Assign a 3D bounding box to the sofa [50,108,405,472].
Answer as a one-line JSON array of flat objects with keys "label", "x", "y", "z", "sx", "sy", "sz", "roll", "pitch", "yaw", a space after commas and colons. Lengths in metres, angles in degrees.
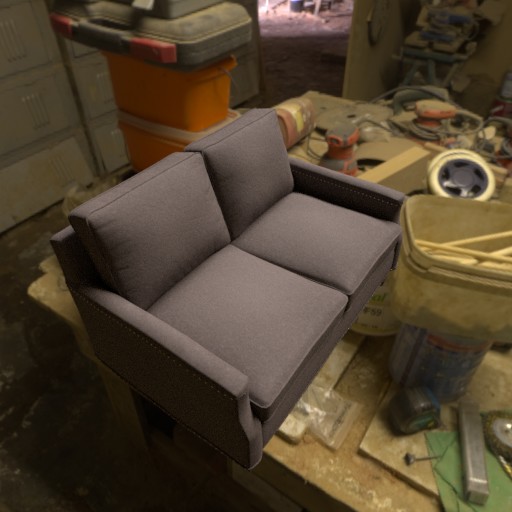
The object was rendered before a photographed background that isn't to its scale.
[{"label": "sofa", "x": 0.000, "y": 0.000, "z": 2.302, "sx": 1.084, "sy": 1.003, "sz": 1.597, "roll": 25, "pitch": 46, "yaw": 26}]
